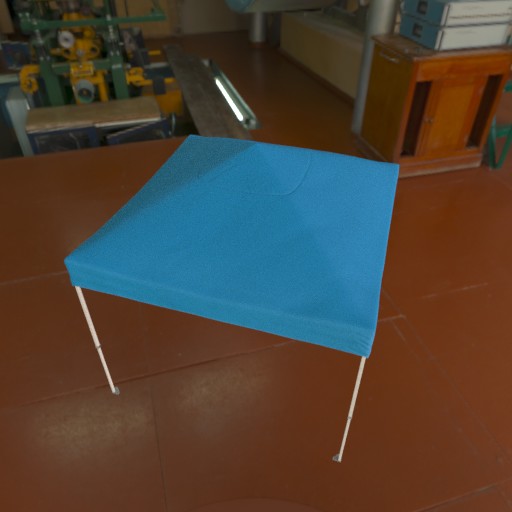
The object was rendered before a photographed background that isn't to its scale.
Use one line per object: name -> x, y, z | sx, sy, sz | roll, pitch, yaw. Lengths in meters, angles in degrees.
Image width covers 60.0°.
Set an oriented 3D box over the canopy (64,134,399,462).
canopy -> 0.000, 0.000, 5.506 | 2.996, 2.997, 2.998 | 12, 41, 14
